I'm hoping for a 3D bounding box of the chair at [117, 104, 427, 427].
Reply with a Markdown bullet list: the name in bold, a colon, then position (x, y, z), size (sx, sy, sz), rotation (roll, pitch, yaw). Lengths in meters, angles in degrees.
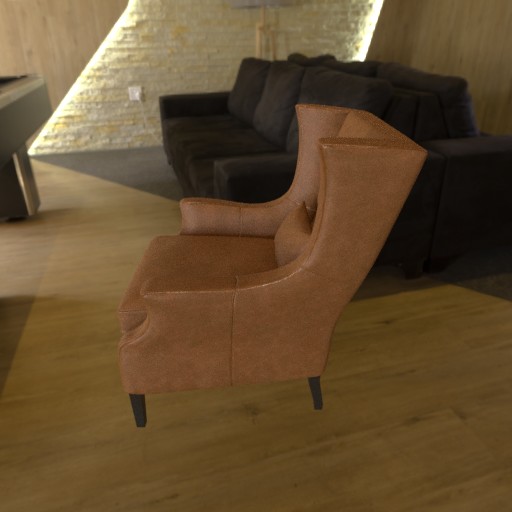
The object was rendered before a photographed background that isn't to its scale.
- **chair**: position (0.000, 0.000, 1.687), size (0.925, 1.016, 0.852), rotation (0, 26, 0)
